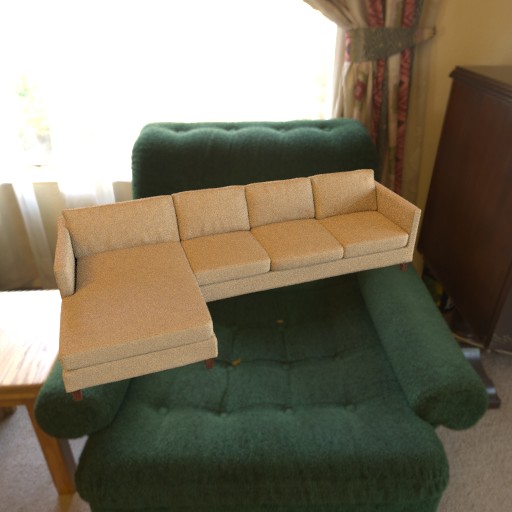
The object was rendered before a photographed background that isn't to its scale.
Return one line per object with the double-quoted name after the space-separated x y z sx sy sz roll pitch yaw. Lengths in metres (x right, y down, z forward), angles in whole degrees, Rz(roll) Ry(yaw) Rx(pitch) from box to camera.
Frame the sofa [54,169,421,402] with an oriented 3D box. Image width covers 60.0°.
0.000 0.000 3.856 3.186 0.846 1.625 -10 32 -16 "sofa"
